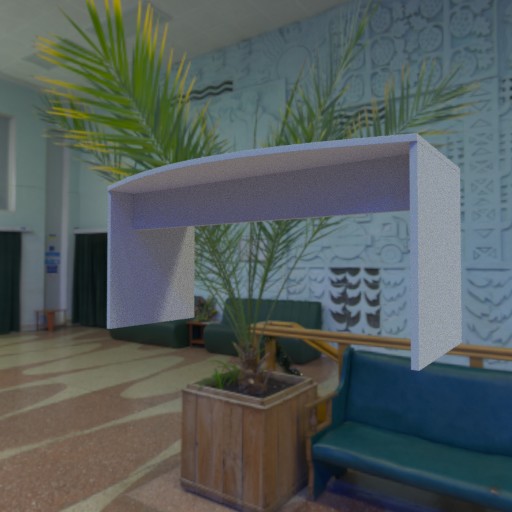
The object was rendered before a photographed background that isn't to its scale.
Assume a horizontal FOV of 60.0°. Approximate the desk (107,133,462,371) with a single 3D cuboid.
[{"bbox_3d":[0.000,0.000,2.055,1.600,0.750,0.802,-1,-2,36],"label":"desk"}]
